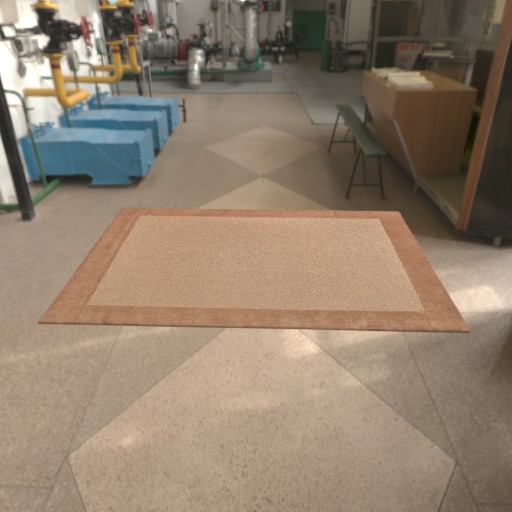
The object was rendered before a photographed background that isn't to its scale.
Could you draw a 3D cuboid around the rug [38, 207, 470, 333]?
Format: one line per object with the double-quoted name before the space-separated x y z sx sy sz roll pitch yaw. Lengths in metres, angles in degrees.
"rug" 0.000 0.000 2.396 1.829 0.014 1.219 1 30 2
